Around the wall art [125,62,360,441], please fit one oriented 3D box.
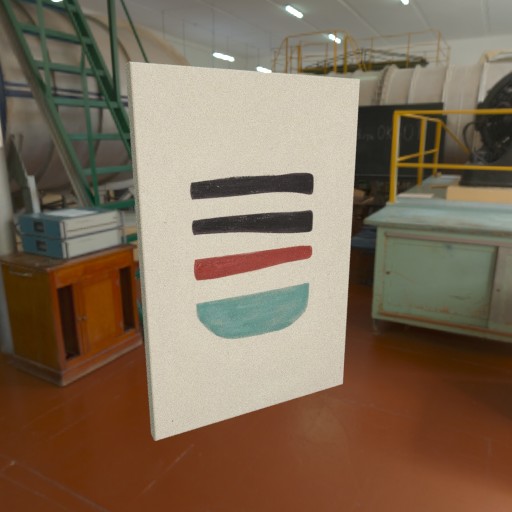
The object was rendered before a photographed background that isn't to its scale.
[{"bbox_3d":[0.000,0.000,1.180,0.607,0.912,0.038,-7,17,-26],"label":"wall art"}]
